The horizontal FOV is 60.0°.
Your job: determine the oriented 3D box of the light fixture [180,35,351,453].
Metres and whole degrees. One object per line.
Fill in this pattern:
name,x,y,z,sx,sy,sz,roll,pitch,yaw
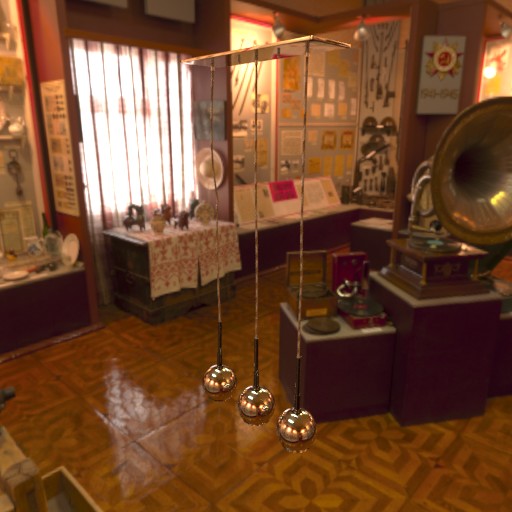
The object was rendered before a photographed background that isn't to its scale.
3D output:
light fixture,0.000,0.000,1.674,0.188,1.408,0.623,-15,22,-43
